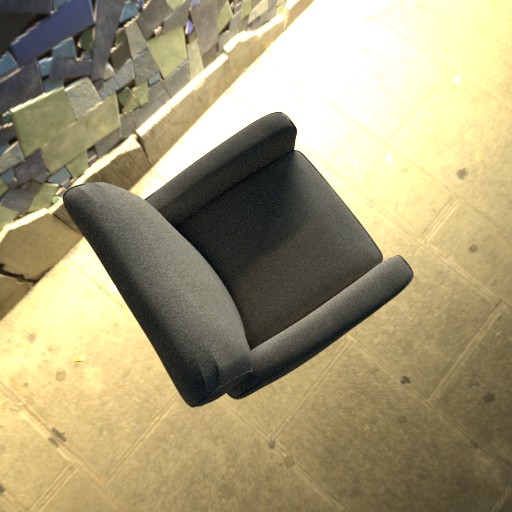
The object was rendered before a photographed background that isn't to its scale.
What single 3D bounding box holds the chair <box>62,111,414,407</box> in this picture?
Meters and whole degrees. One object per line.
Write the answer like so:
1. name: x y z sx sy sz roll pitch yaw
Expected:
1. chair: 0.000 0.000 1.651 0.858 1.028 0.841 -34 77 -9
